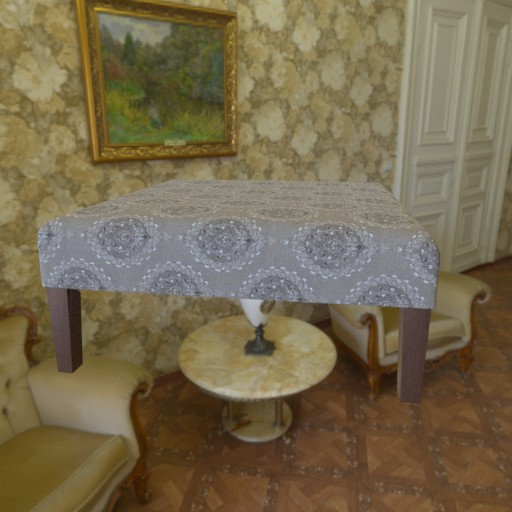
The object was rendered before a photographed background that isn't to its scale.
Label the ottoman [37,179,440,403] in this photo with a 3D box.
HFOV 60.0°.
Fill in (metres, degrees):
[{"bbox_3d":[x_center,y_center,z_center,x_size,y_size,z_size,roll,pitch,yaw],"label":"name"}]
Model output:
[{"bbox_3d":[0.000,0.000,1.401,0.890,0.411,0.889,2,16,8],"label":"ottoman"}]
